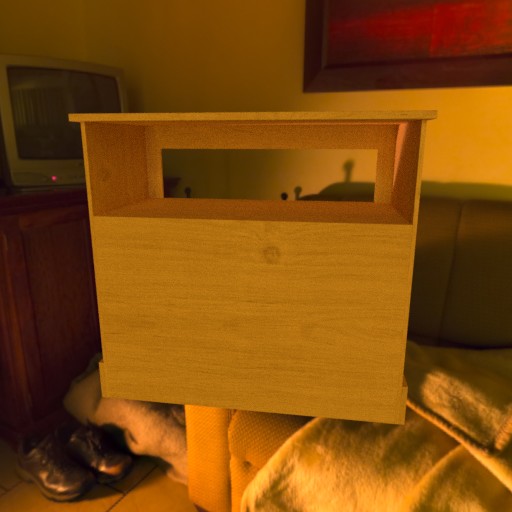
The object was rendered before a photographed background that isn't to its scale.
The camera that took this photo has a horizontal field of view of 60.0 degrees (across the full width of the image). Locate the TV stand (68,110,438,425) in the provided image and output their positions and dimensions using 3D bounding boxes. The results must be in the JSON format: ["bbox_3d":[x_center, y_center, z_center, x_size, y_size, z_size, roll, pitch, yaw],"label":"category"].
[{"bbox_3d":[0.000,0.000,1.313,0.851,0.787,0.430,2,15,9],"label":"TV stand"}]
